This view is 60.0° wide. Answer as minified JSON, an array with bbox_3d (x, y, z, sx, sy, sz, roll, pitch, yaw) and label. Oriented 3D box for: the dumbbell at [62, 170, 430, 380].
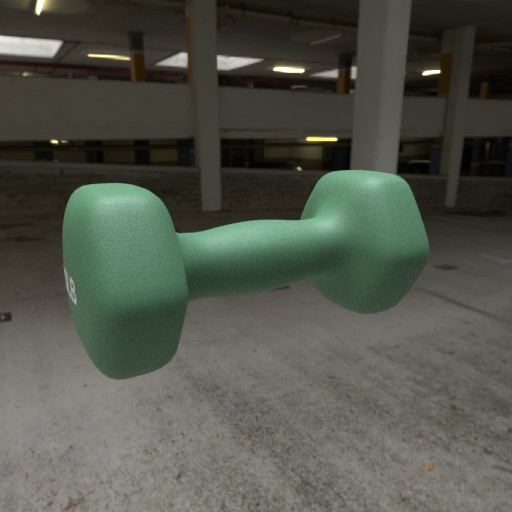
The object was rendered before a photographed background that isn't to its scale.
[{"bbox_3d":[0.000,0.000,0.324,0.257,0.114,0.126,-9,18,-28],"label":"dumbbell"}]
